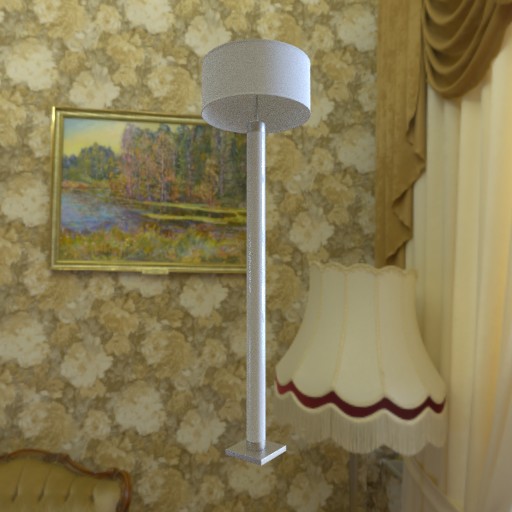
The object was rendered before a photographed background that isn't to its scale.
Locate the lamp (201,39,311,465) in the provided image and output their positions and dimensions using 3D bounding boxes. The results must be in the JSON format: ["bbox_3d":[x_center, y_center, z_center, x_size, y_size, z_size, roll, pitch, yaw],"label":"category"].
[{"bbox_3d":[0.000,0.000,1.682,0.420,1.475,0.420,-2,-3,36],"label":"lamp"}]
